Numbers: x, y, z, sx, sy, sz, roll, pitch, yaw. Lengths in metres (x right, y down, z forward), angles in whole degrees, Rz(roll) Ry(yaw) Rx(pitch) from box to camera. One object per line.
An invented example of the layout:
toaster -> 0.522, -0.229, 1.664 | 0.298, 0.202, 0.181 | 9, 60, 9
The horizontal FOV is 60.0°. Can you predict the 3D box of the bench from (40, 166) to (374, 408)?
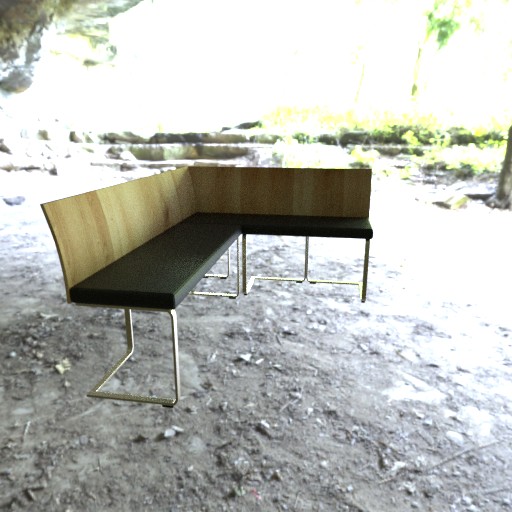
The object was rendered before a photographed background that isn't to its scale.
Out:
bench -> 0.000, 0.000, 2.771 | 1.495, 0.930, 1.945 | 3, 16, 9
